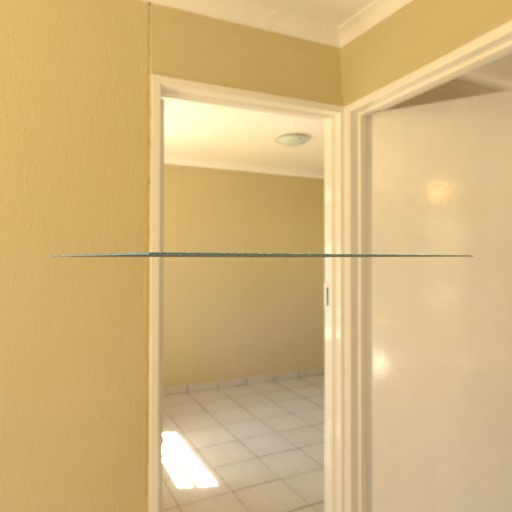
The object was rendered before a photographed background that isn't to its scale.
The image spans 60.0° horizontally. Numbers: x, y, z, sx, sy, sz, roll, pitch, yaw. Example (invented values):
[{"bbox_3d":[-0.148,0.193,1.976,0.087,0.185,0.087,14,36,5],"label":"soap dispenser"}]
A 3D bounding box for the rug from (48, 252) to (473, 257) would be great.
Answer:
[{"bbox_3d":[0.000,0.000,3.949,2.980,0.012,2.363,0,-1,-36],"label":"rug"}]
